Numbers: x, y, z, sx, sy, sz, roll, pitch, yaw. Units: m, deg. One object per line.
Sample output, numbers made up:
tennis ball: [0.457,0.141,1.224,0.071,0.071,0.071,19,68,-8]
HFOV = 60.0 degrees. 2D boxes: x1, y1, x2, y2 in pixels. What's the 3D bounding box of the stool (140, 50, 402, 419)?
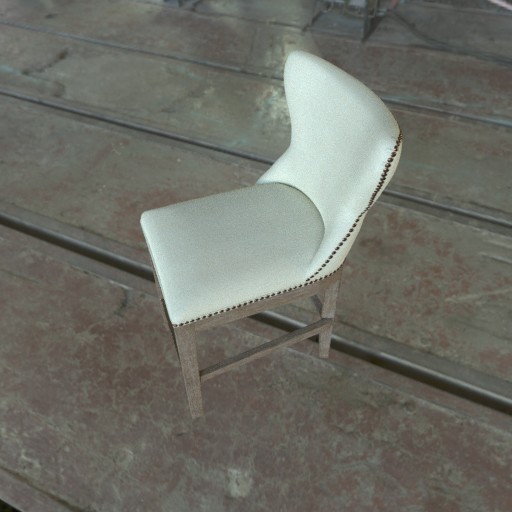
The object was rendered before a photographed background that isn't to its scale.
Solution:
stool: [0.000,0.000,1.328,0.608,0.981,0.498,-16,49,-14]
